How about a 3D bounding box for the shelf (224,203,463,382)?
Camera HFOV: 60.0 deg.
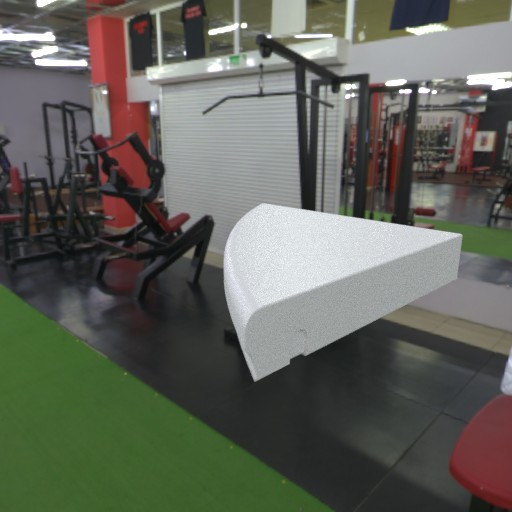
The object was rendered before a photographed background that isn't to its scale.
[{"bbox_3d":[0.000,0.000,0.478,0.310,0.050,0.310,-14,21,-42],"label":"shelf"}]
